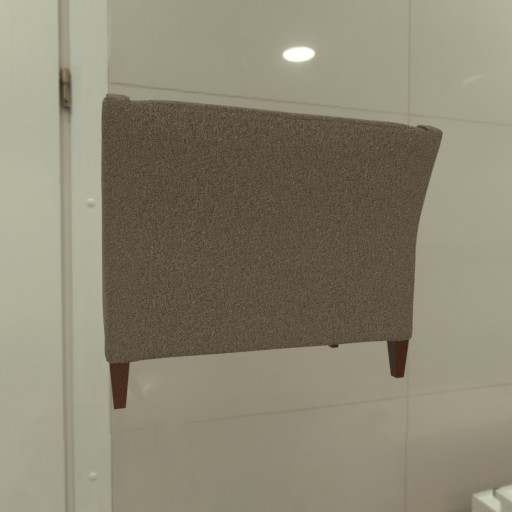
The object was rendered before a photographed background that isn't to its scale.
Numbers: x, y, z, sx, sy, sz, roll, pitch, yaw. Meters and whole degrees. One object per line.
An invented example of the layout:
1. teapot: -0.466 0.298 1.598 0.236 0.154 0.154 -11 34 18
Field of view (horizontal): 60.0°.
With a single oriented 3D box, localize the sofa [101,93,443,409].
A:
1. sofa: 0.000 0.000 1.897 1.242 1.026 0.862 -1 2 -18
